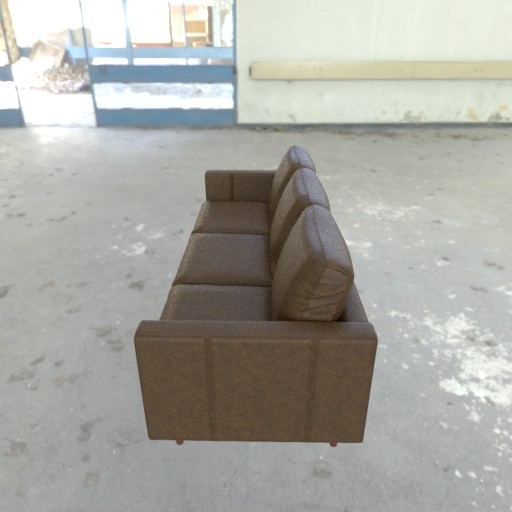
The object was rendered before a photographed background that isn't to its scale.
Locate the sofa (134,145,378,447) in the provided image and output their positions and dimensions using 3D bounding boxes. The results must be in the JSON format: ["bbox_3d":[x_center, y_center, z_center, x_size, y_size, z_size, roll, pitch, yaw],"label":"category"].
[{"bbox_3d":[0.000,0.000,2.662,0.903,0.930,2.231,0,26,1],"label":"sofa"}]
